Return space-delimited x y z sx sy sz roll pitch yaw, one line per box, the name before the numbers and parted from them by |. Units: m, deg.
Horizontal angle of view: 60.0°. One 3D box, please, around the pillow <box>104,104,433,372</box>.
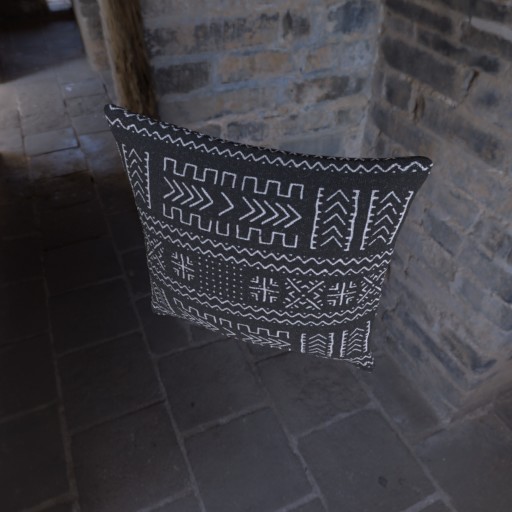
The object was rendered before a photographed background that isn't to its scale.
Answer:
pillow | 0.000 0.000 0.691 0.438 0.430 0.164 13 44 14
